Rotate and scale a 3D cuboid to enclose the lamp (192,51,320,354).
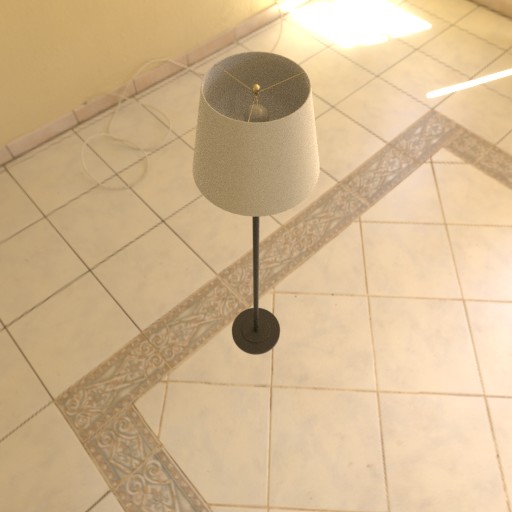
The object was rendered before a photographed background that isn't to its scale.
[{"bbox_3d":[0.000,0.000,1.622,0.348,1.473,0.348,33,64,19],"label":"lamp"}]
